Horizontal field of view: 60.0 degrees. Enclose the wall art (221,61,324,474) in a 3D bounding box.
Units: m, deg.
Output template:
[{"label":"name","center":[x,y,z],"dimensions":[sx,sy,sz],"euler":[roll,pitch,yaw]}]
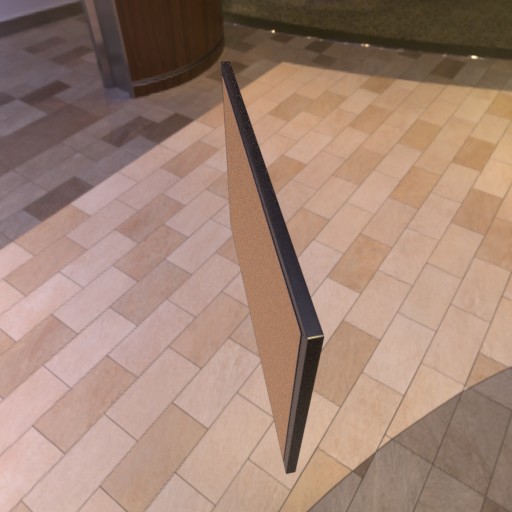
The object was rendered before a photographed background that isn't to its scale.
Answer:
[{"label":"wall art","center":[0.000,0.000,0.568],"dimensions":[0.013,0.306,0.440],"euler":[-8,48,-7]}]
